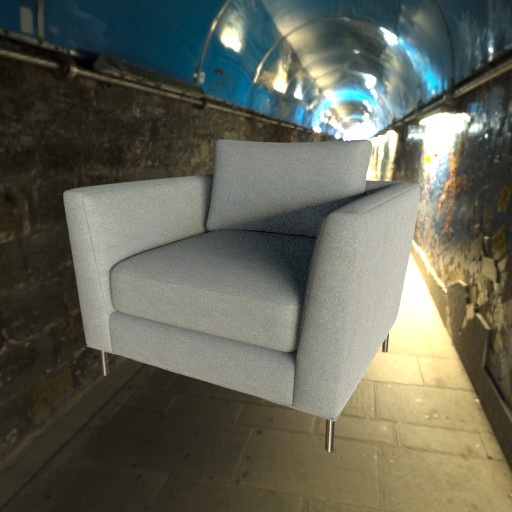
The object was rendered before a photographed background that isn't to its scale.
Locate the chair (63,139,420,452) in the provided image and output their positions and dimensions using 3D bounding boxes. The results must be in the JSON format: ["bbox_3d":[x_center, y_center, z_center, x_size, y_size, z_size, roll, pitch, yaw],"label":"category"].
[{"bbox_3d":[0.000,0.000,1.694,1.041,0.864,0.889,8,16,27],"label":"chair"}]
